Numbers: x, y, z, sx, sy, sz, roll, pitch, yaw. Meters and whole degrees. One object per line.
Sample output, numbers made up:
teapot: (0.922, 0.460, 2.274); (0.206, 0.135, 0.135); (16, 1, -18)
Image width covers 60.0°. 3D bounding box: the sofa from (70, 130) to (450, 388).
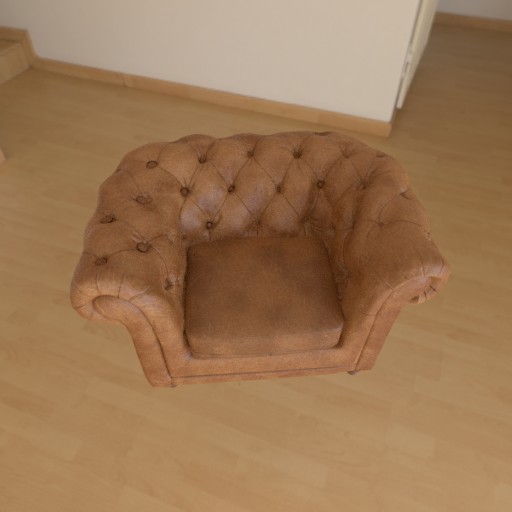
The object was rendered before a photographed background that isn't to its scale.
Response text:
sofa: (0.000, 0.000, 2.128); (1.405, 0.878, 1.033); (-3, 47, -3)
